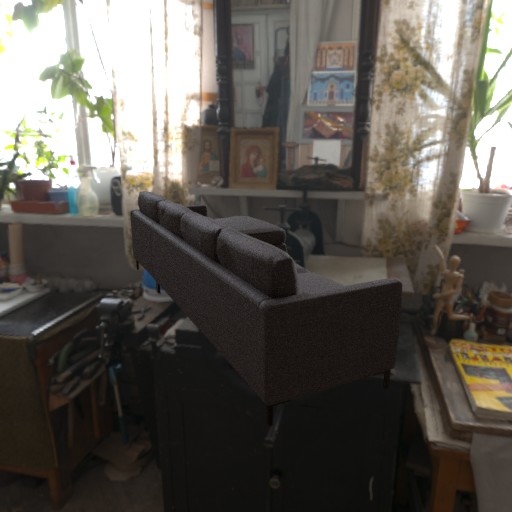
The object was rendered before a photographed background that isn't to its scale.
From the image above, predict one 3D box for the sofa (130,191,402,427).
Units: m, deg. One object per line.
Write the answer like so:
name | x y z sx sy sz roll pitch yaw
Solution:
sofa | 0.000 0.000 3.813 1.483 0.892 3.221 -7 17 -26
